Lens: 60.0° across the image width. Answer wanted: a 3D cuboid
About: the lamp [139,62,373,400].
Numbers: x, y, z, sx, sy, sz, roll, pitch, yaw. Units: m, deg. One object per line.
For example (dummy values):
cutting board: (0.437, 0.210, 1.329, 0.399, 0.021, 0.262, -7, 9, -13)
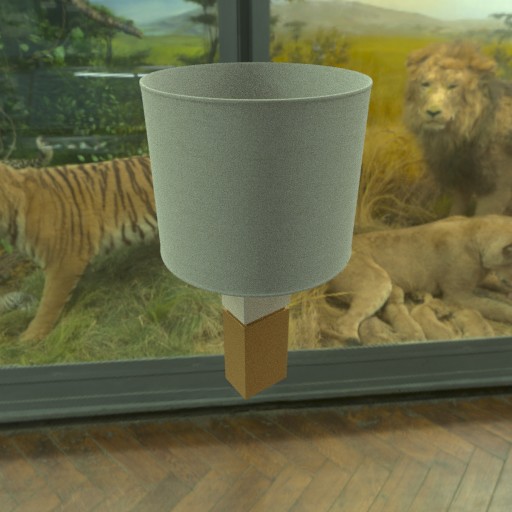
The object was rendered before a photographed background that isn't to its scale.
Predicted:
lamp: (0.000, 0.000, 0.551, 0.229, 0.417, 0.229, -20, 36, -30)
